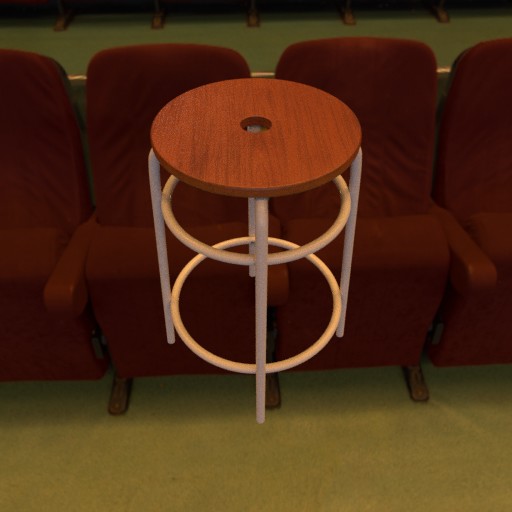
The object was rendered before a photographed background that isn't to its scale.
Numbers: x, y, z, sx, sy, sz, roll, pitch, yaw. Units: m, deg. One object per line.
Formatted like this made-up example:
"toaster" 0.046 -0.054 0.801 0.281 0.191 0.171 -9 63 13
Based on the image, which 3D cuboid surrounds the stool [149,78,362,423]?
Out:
"stool" 0.000 0.000 0.929 0.455 0.610 0.455 -2 46 -2
